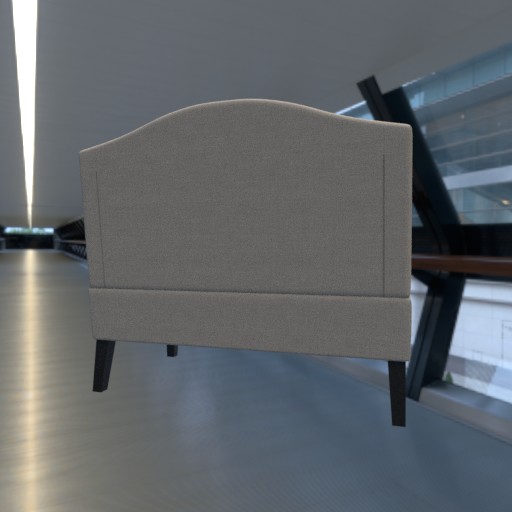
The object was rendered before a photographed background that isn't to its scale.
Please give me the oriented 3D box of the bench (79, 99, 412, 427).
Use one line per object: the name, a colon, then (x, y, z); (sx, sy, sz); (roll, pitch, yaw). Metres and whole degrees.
bench: (0.000, 0.000, 2.036); (1.335, 1.180, 0.815); (0, 1, 17)
